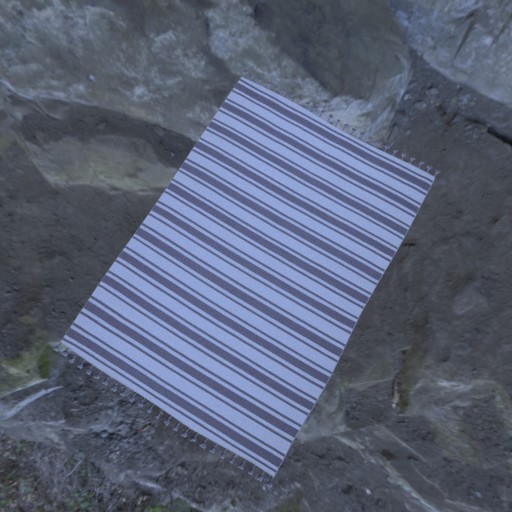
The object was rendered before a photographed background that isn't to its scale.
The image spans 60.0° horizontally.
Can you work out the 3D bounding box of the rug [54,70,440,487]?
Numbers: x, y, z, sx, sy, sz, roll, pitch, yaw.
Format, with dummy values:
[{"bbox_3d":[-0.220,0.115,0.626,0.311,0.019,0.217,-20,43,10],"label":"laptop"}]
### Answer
[{"bbox_3d":[0.000,0.000,3.761,2.030,0.017,3.040,30,78,7],"label":"rug"}]
